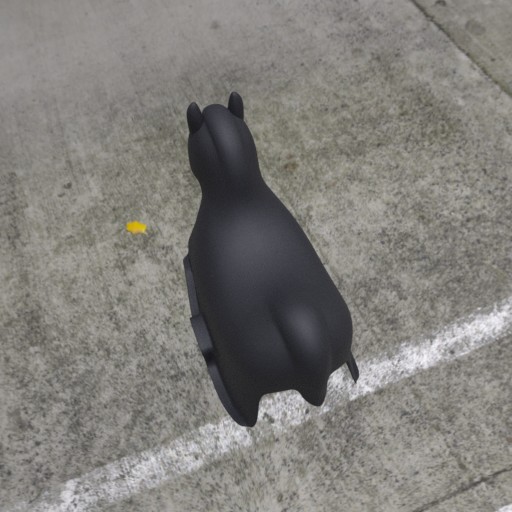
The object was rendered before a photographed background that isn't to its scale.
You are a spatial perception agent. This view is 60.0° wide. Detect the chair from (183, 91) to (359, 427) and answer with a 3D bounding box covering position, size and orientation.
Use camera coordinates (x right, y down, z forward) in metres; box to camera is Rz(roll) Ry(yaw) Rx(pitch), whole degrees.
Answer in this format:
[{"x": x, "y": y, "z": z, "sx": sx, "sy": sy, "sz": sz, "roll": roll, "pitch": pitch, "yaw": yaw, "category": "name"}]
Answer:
[{"x": 0.000, "y": 0.000, "z": 1.170, "sx": 0.429, "sy": 0.612, "sz": 0.800, "roll": -19, "pitch": 60, "yaw": -11, "category": "chair"}]
